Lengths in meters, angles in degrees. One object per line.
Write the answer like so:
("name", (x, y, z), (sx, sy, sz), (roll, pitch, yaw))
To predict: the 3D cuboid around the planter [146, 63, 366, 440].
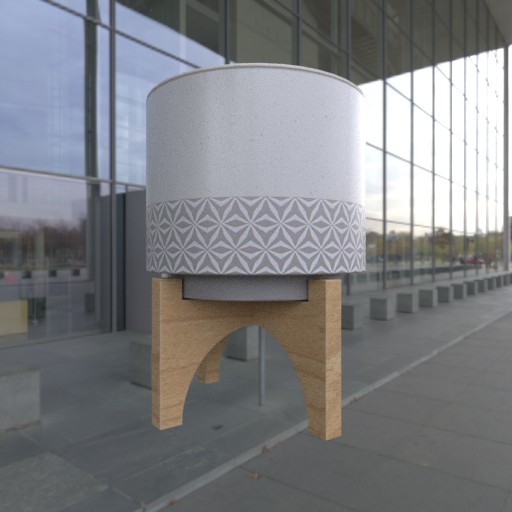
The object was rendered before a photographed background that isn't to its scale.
("planter", (0.000, 0.000, 0.517), (0.249, 0.343, 0.249), (0, 0, 0))
